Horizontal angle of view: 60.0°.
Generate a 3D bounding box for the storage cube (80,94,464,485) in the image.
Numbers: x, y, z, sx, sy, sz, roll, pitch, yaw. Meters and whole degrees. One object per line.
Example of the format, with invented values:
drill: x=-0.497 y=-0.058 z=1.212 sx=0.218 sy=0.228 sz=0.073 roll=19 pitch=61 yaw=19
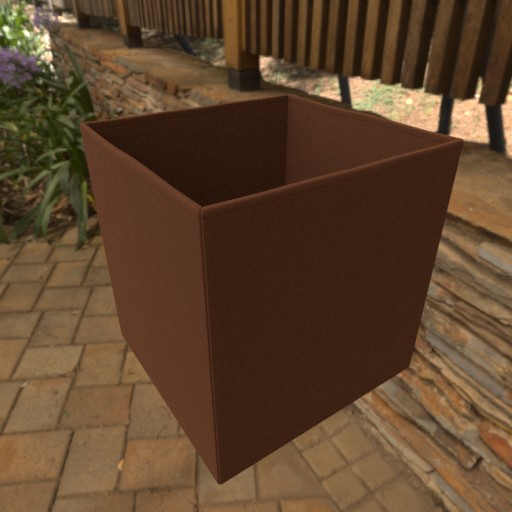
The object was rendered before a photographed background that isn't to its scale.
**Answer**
storage cube: x=0.000 y=0.000 z=0.491 sx=0.270 sy=0.280 sz=0.270 roll=-19 pitch=36 yaw=-29
